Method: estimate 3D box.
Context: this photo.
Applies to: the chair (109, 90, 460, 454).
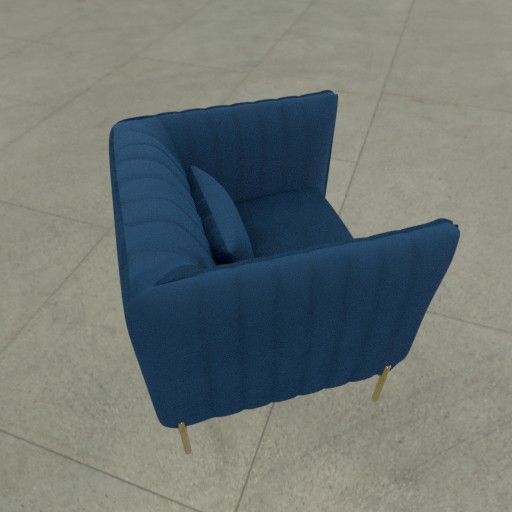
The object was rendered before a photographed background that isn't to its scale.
[{"bbox_3d":[0.000,0.000,1.589,0.877,0.793,0.947,-11,46,-11],"label":"chair"}]
